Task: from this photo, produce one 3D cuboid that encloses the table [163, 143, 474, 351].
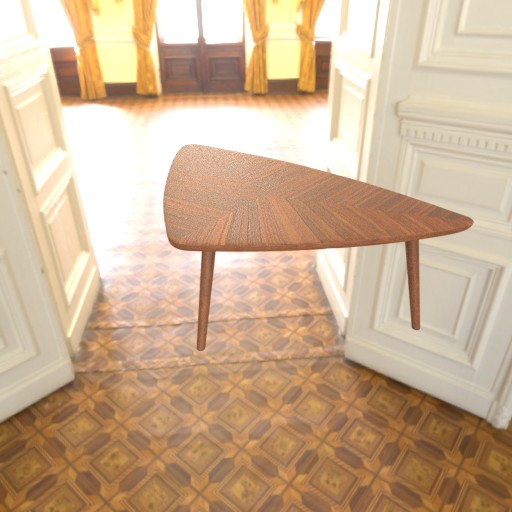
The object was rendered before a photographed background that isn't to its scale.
[{"bbox_3d":[0.000,0.000,1.298,1.008,0.365,0.601,23,38,32],"label":"table"}]
